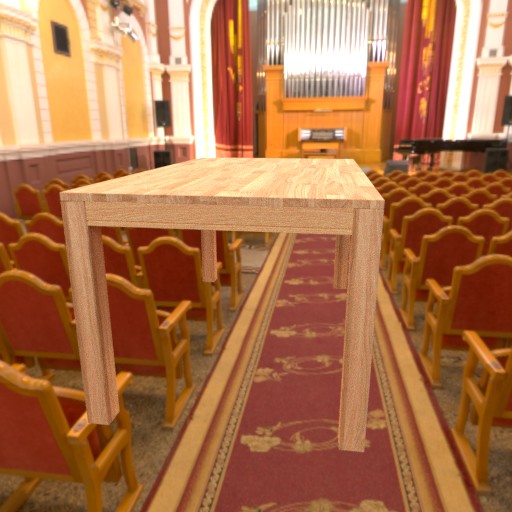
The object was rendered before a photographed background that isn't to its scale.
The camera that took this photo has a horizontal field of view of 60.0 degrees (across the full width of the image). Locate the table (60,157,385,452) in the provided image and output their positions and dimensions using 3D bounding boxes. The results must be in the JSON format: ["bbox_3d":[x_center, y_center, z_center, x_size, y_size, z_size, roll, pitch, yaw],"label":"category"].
[{"bbox_3d":[0.000,0.000,2.016,0.900,0.770,1.500,3,16,9],"label":"table"}]
